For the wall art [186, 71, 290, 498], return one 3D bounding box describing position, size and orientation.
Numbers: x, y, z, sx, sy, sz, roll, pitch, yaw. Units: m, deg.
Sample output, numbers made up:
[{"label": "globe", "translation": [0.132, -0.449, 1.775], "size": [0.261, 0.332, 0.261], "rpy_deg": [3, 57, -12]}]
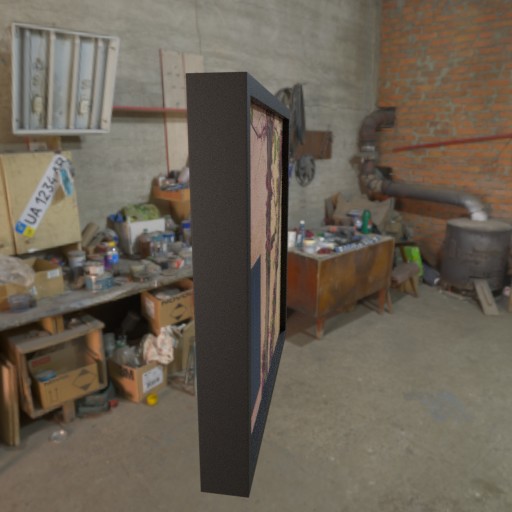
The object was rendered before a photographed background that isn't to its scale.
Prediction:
[{"label": "wall art", "translation": [0.000, 0.000, 0.450], "size": [0.038, 0.304, 0.305], "rpy_deg": [2, 14, 9]}]
